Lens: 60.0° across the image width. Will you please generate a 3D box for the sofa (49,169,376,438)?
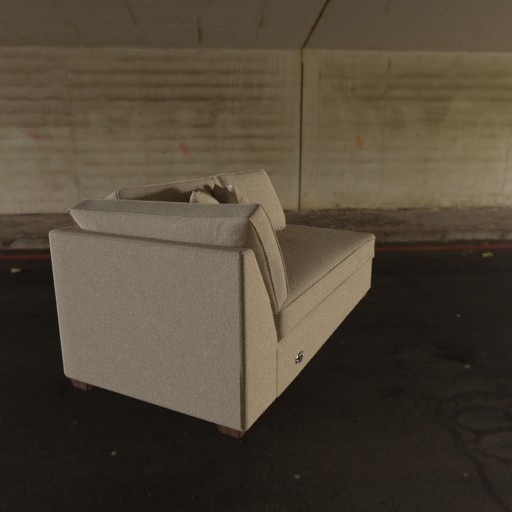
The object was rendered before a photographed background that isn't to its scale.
[{"bbox_3d":[0.000,0.000,2.891,1.110,1.033,2.237,7,15,26],"label":"sofa"}]
